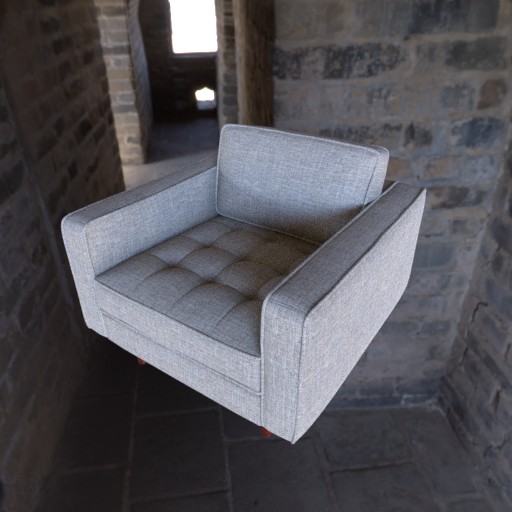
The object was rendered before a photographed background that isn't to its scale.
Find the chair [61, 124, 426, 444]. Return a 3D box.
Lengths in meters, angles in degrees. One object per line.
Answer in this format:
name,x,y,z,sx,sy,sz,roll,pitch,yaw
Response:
chair,0.000,0.000,1.563,0.889,0.765,0.914,19,36,29
